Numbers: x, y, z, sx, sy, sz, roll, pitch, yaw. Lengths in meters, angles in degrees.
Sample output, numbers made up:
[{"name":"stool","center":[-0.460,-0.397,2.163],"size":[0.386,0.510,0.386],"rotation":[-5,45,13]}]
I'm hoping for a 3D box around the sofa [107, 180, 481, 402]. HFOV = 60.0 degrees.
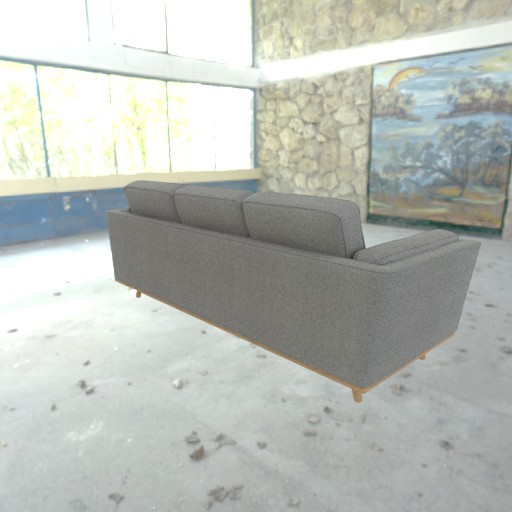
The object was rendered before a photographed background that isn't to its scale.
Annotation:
[{"name":"sofa","center":[0.000,0.000,2.796],"size":[0.903,0.899,2.362],"rotation":[-12,18,-42]}]
